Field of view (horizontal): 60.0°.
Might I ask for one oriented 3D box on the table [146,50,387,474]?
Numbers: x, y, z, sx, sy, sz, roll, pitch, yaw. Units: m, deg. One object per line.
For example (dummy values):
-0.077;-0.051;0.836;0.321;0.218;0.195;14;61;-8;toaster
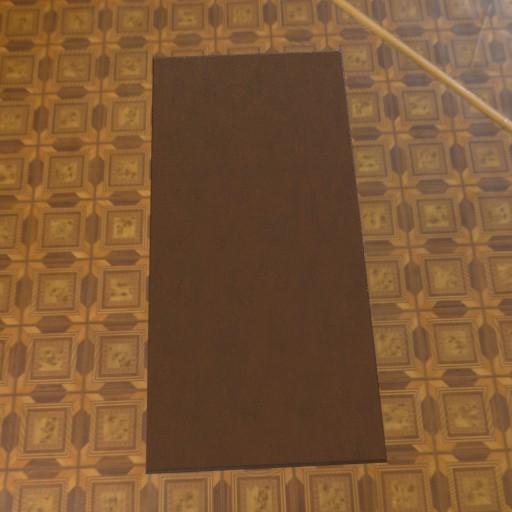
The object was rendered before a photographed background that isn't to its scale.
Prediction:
0.000;0.000;1.455;0.594;0.459;1.197;-2;75;-1;table
